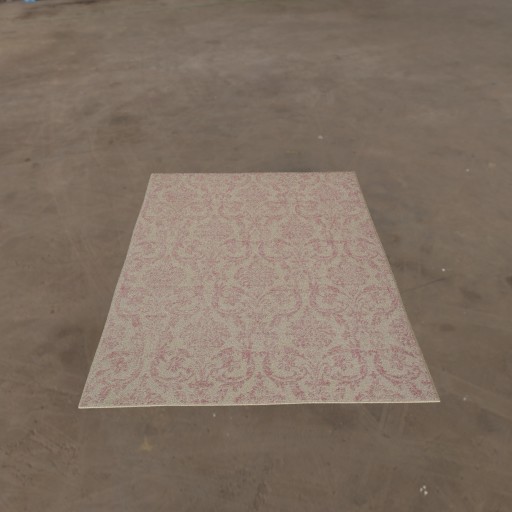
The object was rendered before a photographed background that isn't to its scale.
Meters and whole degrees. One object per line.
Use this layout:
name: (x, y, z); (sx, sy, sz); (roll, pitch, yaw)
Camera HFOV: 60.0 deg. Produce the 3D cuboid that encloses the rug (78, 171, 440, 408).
rug: (0.000, 0.000, 4.019); (2.363, 0.012, 2.980); (-1, 41, -1)
